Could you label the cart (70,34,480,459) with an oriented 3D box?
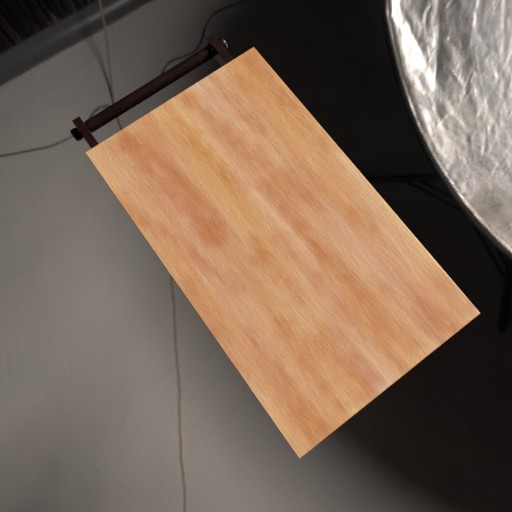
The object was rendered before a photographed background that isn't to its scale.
[{"bbox_3d":[0.000,0.000,1.390,0.472,0.878,0.914,-35,79,-8],"label":"cart"}]
